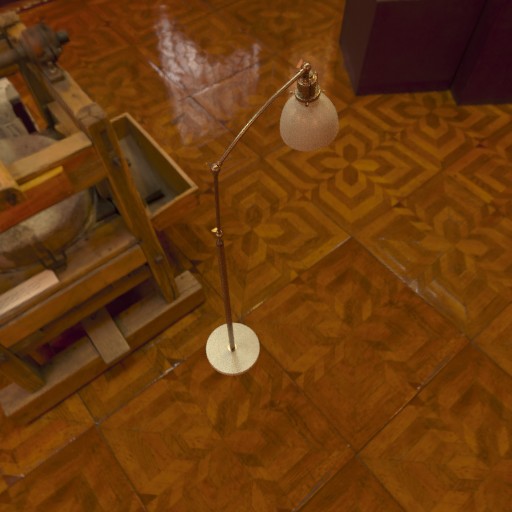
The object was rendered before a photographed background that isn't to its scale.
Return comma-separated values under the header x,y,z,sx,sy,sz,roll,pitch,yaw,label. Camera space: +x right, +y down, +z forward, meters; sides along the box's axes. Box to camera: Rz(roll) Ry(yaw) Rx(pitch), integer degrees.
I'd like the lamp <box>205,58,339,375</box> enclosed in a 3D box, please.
x,y,z,sx,sy,sz,roll,pitch,yaw,label
0.000,0.000,1.792,0.599,1.586,0.288,-32,63,-19,lamp
